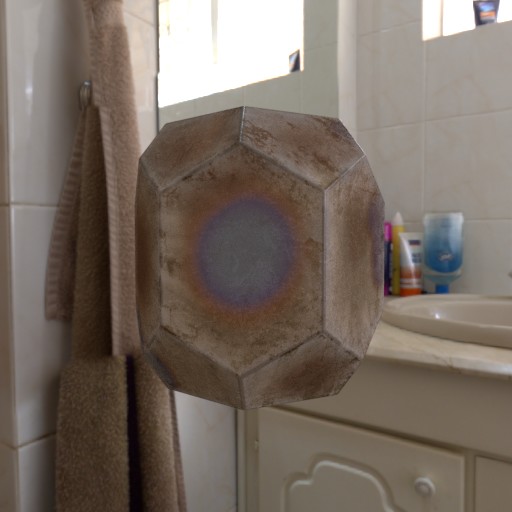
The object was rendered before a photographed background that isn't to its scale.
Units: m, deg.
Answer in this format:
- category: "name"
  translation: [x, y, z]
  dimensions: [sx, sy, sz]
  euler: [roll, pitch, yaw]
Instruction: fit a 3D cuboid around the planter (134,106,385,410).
- category: "planter"
  translation: [0.000, 0.000, 0.431]
  dimensions: [0.221, 0.238, 0.243]
  euler: [2, 3, 36]
